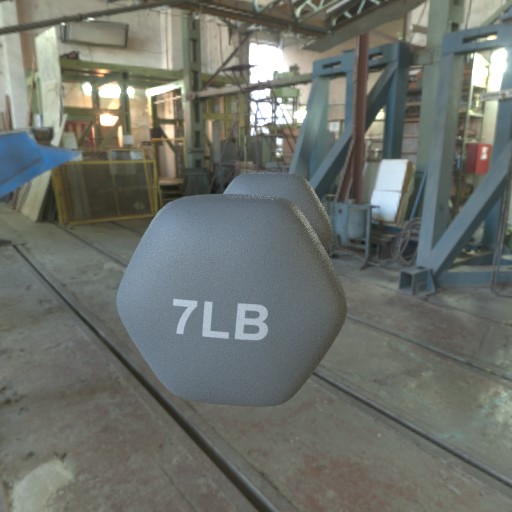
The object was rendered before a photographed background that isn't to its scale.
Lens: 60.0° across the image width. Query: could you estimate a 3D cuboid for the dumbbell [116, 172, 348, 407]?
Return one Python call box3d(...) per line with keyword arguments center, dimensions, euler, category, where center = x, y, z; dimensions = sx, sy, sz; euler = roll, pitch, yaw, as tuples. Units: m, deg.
box3d(center=(0.000, 0.000, 0.241), dimensions=(0.090, 0.081, 0.184), euler=(2, 14, 8), category="dumbbell")
